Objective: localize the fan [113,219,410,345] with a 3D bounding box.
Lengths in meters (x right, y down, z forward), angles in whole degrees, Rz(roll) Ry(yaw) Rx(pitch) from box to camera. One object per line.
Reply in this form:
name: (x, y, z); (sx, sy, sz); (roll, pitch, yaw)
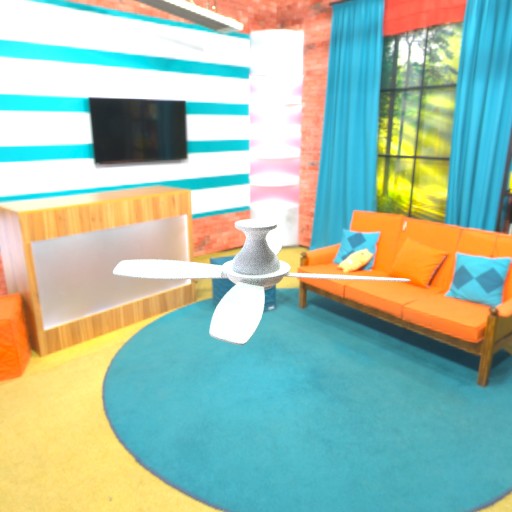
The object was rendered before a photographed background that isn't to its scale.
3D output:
fan: (0.000, 0.000, 2.513); (1.694, 0.382, 1.693); (2, 16, 8)
